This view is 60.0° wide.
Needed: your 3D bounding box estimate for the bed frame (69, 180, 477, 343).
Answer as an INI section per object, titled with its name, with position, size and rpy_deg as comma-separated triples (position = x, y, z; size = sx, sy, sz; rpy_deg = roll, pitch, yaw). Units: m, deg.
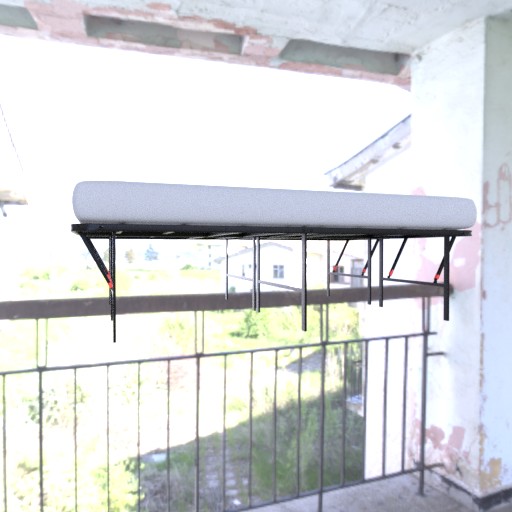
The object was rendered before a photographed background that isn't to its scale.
[bed frame]
position = 0.000, 0.000, 2.551
size = 1.905, 0.637, 1.372
rpy_deg = 0, 1, -19
